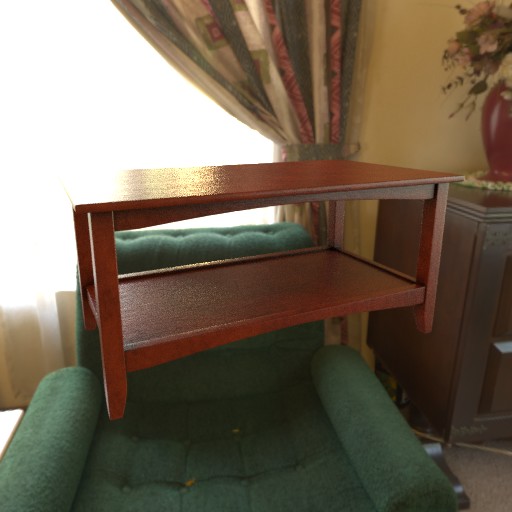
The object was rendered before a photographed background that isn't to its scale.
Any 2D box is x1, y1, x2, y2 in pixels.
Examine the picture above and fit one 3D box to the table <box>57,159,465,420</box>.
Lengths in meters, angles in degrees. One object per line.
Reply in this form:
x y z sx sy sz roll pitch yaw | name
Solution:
0.000 0.000 1.241 0.943 0.456 0.533 -8 19 -25 | table
